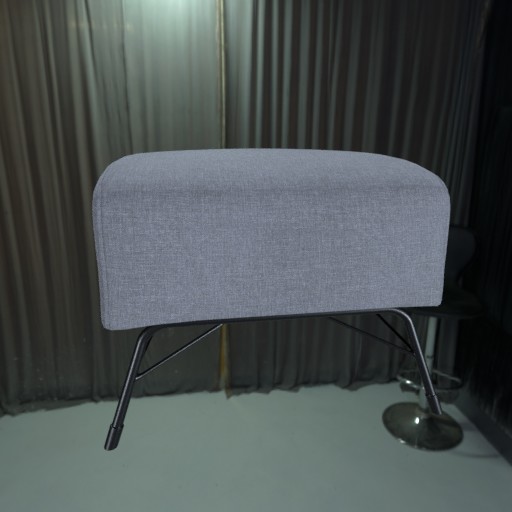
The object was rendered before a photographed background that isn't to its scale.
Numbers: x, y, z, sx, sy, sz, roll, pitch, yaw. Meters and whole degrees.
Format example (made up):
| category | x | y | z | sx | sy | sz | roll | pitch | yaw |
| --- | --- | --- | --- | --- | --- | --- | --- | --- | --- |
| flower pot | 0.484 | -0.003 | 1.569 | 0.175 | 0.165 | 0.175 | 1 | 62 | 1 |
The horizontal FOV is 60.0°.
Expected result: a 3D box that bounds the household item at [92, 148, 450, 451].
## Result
| category | x | y | z | sx | sy | sz | roll | pitch | yaw |
| --- | --- | --- | --- | --- | --- | --- | --- | --- | --- |
| household item | 0.000 | 0.000 | 0.871 | 0.530 | 0.410 | 0.530 | -3 | 16 | -9 |
